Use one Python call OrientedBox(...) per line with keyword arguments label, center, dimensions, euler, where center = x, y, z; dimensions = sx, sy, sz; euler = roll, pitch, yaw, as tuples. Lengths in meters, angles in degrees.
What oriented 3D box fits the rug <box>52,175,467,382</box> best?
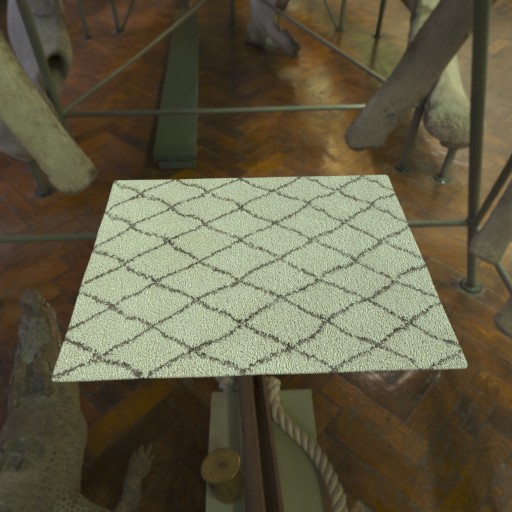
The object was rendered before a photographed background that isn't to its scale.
OrientedBox(label="rug", center=(0.000, 0.000, 4.080), dimensions=(3.047, 0.029, 2.438), euler=(-1, 45, -1))
